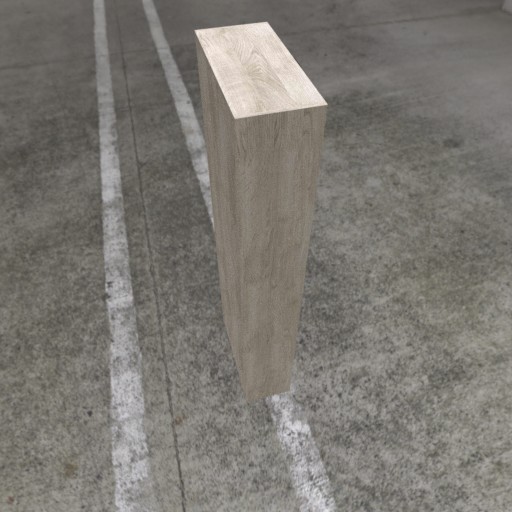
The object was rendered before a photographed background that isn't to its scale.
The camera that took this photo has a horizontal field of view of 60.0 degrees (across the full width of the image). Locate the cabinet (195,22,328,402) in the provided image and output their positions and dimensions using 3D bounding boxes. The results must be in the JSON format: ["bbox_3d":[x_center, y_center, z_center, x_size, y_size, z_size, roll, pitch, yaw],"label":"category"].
[{"bbox_3d":[0.000,0.000,1.843,0.250,1.630,0.520,-12,50,-10],"label":"cabinet"}]
